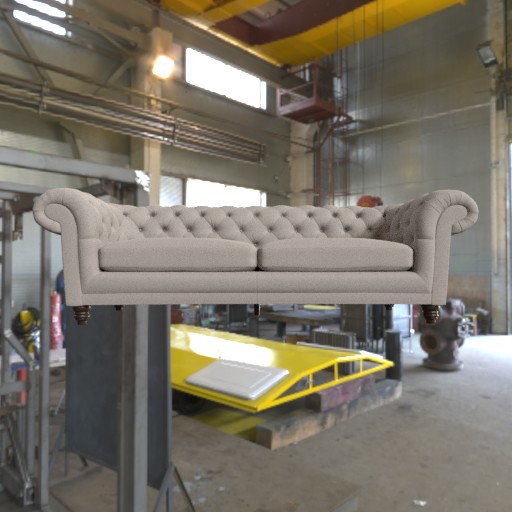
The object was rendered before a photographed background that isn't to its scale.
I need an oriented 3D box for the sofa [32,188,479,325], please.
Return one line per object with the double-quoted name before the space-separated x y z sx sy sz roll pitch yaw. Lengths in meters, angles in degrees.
"sofa" 0.000 0.000 2.820 2.411 0.749 0.991 0 -1 -1
